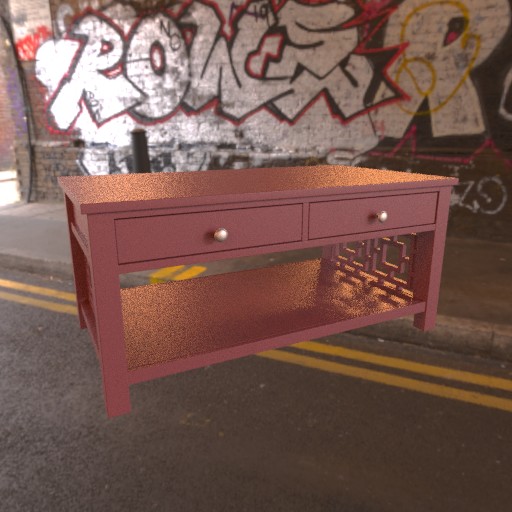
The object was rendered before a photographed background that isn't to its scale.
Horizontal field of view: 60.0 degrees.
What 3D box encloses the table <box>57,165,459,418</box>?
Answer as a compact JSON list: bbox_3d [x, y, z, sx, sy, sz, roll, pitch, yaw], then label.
[{"bbox_3d":[0.000,0.000,1.412,1.068,0.493,0.612,-8,18,-26],"label":"table"}]
